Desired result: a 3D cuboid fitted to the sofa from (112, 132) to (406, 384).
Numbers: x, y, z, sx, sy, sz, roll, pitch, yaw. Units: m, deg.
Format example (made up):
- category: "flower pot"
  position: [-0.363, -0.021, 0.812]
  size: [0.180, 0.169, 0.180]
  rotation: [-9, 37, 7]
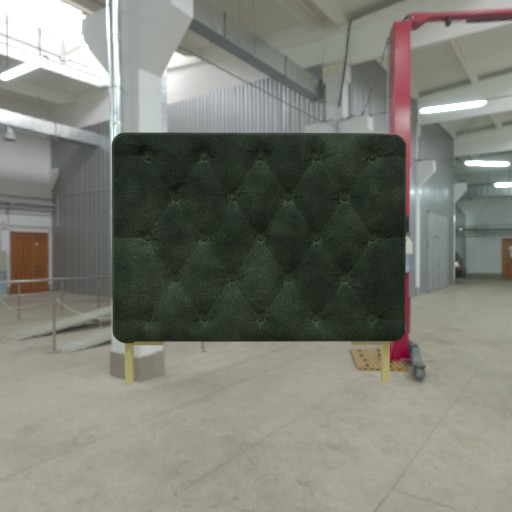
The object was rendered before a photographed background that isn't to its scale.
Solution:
- category: "sofa"
  position: [0.000, 0.000, 2.064]
  size: [0.895, 0.768, 1.537]
  rotation: [0, 1, -1]
